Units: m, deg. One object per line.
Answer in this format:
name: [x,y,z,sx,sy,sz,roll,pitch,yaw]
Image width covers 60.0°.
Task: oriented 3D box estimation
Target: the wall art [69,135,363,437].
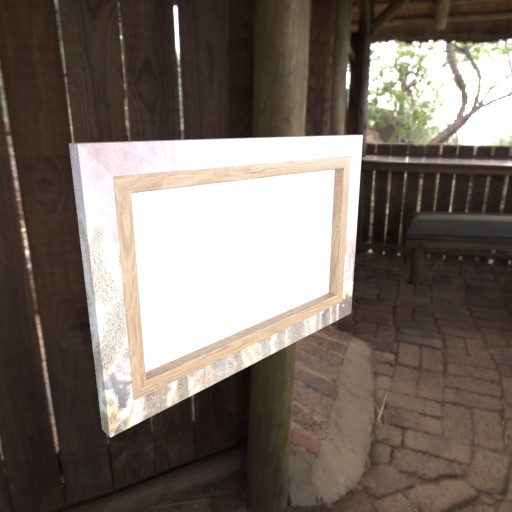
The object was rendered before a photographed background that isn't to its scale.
wall art: [0.000,0.000,1.181,0.040,0.608,0.916,16,23,43]
